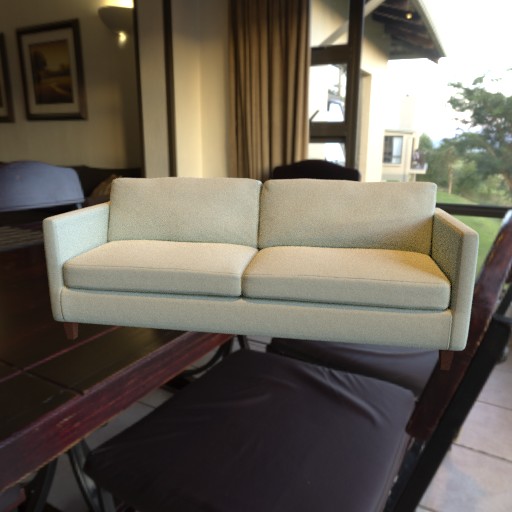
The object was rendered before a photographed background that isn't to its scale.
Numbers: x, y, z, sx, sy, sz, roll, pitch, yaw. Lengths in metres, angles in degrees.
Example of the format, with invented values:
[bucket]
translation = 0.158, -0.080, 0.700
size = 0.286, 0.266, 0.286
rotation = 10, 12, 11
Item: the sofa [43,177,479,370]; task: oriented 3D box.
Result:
[sofa]
translation = 0.000, 0.000, 2.883
size = 2.434, 0.965, 0.948
rotation = 3, 14, 10
